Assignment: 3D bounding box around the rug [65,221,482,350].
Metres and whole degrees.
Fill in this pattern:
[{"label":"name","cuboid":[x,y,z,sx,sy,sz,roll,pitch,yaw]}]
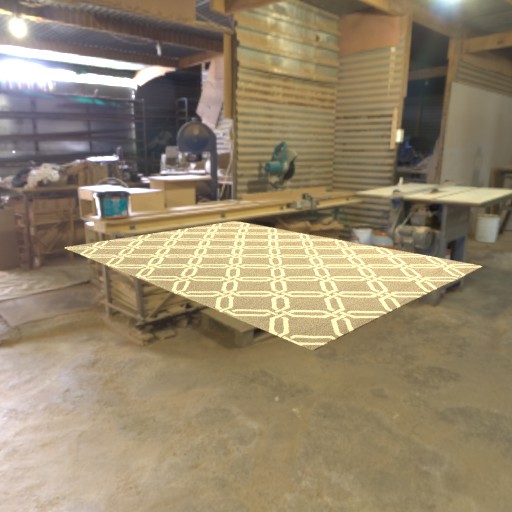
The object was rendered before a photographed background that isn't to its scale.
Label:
[{"label":"rug","cuboid":[0.000,0.000,4.399,2.441,0.020,3.419,-13,19,-42]}]
